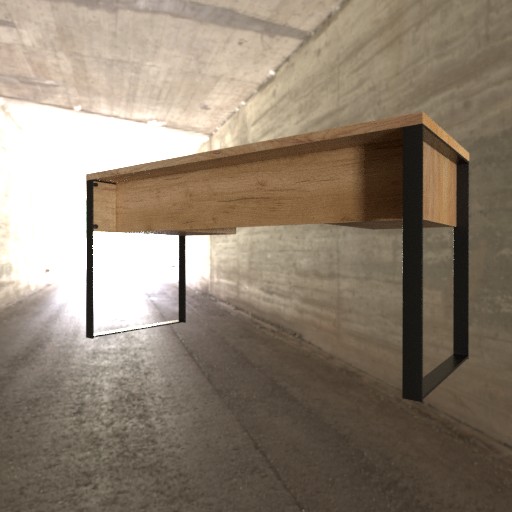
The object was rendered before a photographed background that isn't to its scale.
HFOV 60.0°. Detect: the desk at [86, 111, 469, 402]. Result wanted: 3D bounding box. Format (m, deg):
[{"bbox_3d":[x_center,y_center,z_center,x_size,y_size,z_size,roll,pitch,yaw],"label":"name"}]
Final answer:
[{"bbox_3d":[0.000,0.000,1.850,1.520,0.760,0.600,0,0,36],"label":"desk"}]
